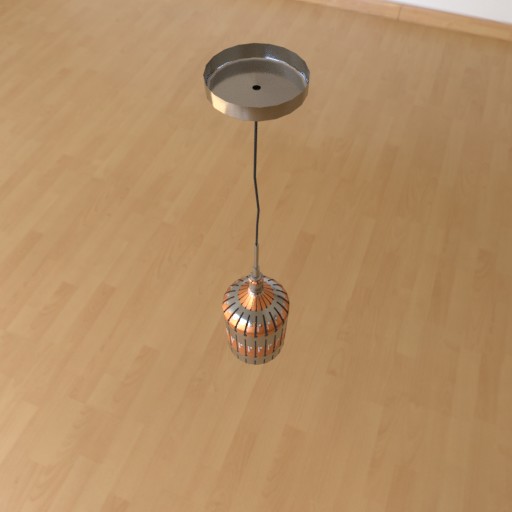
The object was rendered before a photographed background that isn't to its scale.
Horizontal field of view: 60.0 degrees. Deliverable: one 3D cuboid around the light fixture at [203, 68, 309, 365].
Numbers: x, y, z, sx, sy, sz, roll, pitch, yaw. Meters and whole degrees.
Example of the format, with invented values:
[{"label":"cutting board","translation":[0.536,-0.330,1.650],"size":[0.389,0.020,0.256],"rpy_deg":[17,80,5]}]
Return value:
[{"label":"light fixture","translation":[0.000,0.000,1.673],"size":[0.303,1.535,0.303],"rpy_deg":[0,56,0]}]
